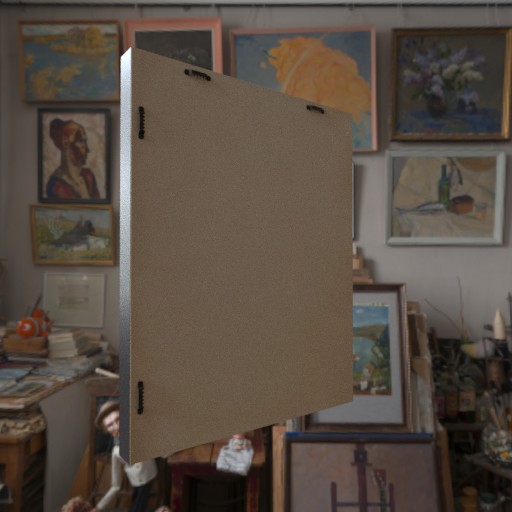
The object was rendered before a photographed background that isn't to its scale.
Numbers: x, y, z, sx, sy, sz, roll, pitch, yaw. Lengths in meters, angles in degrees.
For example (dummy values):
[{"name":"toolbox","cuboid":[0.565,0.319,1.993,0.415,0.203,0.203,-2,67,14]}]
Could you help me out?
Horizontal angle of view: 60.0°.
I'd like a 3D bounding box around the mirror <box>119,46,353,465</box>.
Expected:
[{"name":"mirror","cuboid":[0.000,0.000,0.671,0.405,0.508,0.041,1,-1,-37]}]
